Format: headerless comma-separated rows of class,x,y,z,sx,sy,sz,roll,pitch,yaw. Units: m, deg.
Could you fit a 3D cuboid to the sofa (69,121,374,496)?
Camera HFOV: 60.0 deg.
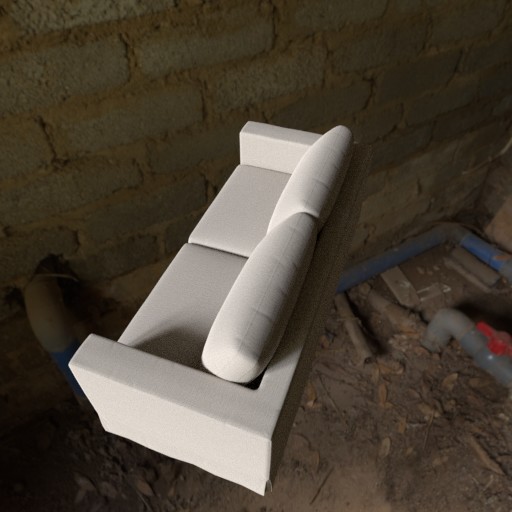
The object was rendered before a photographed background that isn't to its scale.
sofa,0.000,0.000,2.612,0.954,0.881,2.163,15,49,14
